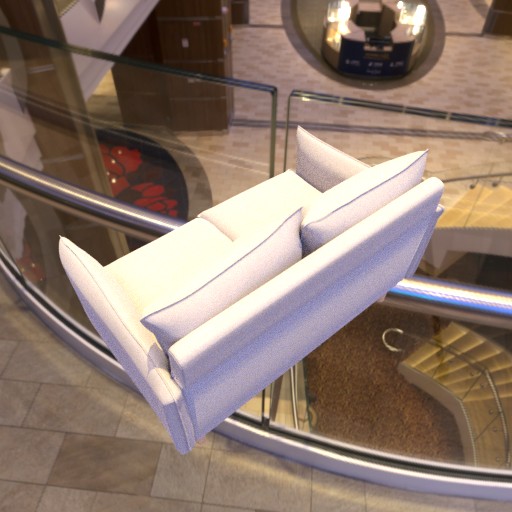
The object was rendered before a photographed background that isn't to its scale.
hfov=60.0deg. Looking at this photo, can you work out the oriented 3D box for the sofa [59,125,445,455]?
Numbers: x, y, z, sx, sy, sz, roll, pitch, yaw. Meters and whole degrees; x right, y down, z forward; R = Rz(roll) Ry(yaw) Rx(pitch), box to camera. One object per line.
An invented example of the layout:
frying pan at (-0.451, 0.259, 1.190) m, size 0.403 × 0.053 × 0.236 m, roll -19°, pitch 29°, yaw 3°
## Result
sofa at (0.000, 0.000, 1.807) m, size 1.300 × 0.840 × 0.820 m, roll -31°, pitch 54°, yaw -26°
